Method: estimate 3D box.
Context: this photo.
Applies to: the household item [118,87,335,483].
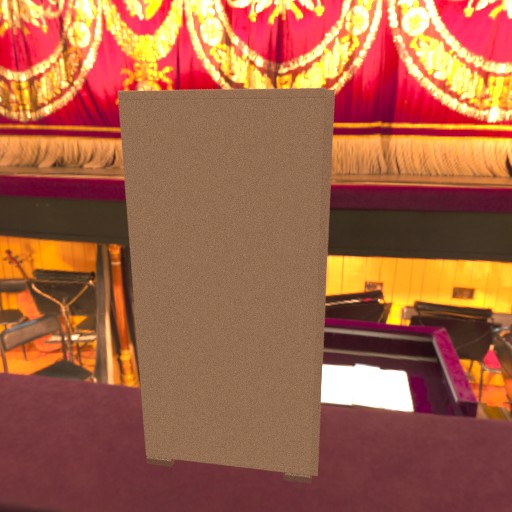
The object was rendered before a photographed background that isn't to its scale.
[{"bbox_3d":[0.000,0.000,1.332,0.420,0.870,0.800,2,16,9],"label":"household item"}]
